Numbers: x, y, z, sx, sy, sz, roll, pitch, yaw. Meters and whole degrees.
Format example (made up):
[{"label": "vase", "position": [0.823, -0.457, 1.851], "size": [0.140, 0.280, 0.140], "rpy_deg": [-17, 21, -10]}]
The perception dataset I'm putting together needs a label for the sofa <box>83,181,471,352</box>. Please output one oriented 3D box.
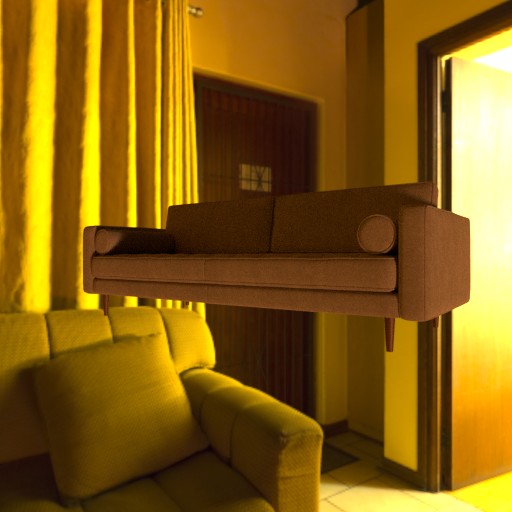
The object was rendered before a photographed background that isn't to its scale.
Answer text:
[{"label": "sofa", "position": [0.000, 0.000, 2.628], "size": [2.200, 0.770, 0.919], "rpy_deg": [0, 0, 35]}]
